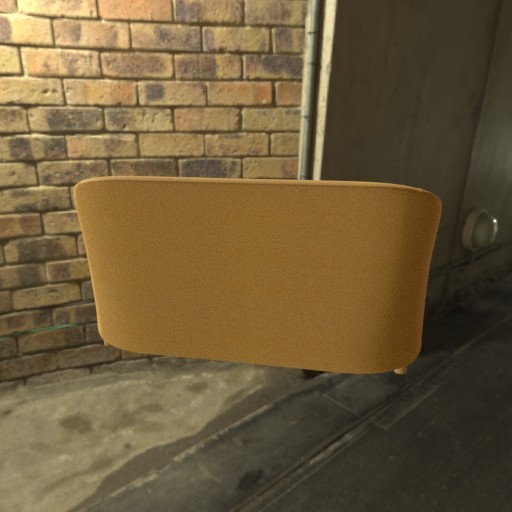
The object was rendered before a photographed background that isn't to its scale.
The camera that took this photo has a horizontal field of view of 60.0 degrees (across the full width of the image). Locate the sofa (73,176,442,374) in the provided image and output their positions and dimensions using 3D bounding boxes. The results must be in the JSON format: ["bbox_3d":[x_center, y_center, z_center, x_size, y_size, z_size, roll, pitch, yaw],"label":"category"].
[{"bbox_3d":[0.000,0.000,1.847,1.452,0.721,0.705,3,18,10],"label":"sofa"}]
